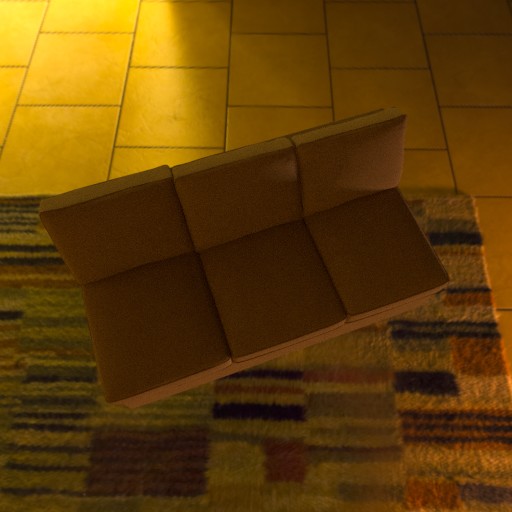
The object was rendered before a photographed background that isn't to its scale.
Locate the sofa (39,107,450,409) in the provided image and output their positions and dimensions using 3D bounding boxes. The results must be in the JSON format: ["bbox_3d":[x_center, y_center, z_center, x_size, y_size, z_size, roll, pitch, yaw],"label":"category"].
[{"bbox_3d":[0.000,0.000,2.685,2.092,1.036,1.127,-18,66,-8],"label":"sofa"}]
